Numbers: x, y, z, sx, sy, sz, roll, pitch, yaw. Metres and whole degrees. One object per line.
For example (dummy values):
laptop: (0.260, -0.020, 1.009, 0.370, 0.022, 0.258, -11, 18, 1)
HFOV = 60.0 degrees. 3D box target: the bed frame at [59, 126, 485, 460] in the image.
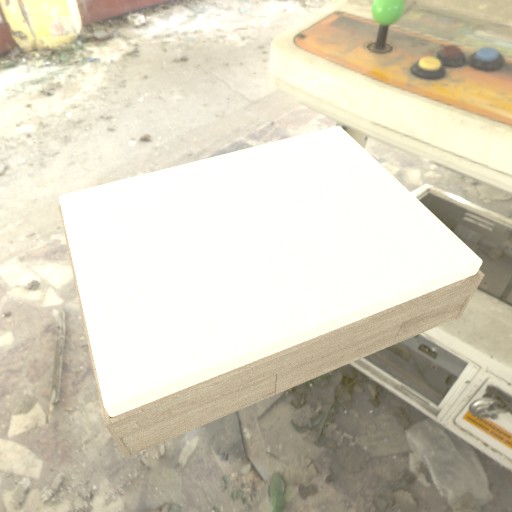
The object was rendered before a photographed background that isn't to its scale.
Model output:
bed frame: (0.000, 0.000, 2.581, 1.944, 0.490, 1.448, -18, 50, -16)
